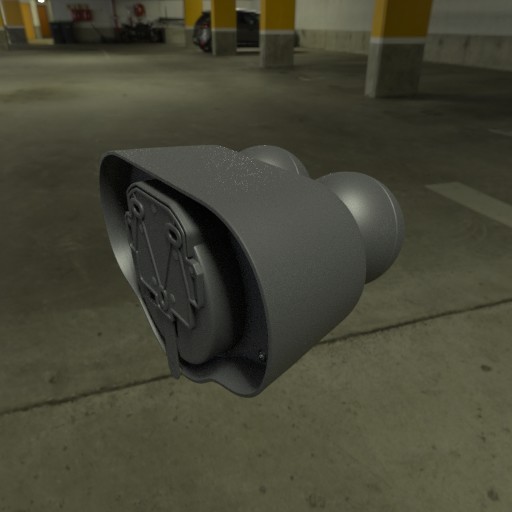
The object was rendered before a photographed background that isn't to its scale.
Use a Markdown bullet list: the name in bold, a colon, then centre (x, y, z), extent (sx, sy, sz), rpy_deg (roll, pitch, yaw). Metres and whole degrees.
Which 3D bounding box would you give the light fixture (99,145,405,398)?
- **light fixture**: centre (0.000, 0.000, 0.340), extent (0.159, 0.159, 0.229), rpy_deg (-19, 33, -32)
